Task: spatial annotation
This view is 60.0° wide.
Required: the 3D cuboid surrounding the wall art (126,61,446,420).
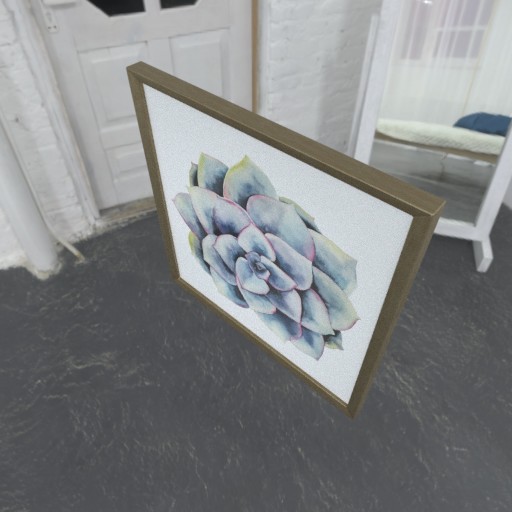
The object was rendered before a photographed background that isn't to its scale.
[{"bbox_3d":[0.000,0.000,0.751,0.503,0.506,0.030,33,55,27],"label":"wall art"}]
